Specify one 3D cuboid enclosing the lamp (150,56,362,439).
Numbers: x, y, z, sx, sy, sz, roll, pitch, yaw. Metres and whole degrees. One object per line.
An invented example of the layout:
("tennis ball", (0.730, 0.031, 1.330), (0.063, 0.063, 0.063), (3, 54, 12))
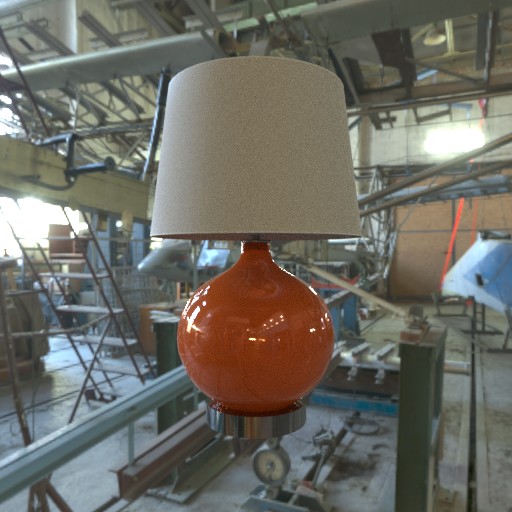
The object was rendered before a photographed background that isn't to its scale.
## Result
("lamp", (0.000, 0.000, 0.529), (0.247, 0.387, 0.247), (0, 0, 0))
